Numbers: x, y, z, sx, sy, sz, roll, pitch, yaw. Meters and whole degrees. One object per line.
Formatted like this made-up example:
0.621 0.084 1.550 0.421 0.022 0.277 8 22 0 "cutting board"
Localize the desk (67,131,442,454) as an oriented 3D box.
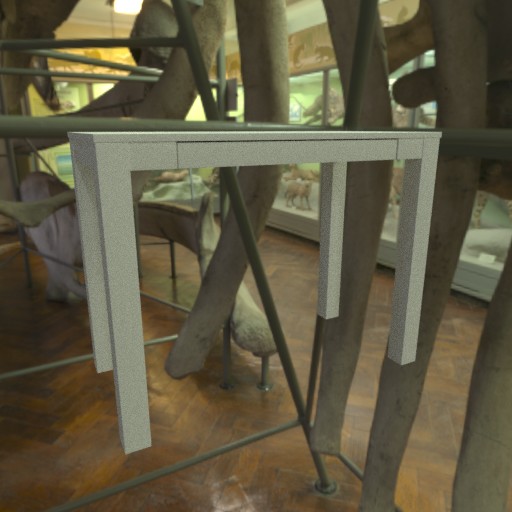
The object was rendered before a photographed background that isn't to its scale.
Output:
0.000 0.000 1.416 0.990 0.762 0.497 -8 18 -27 "desk"
